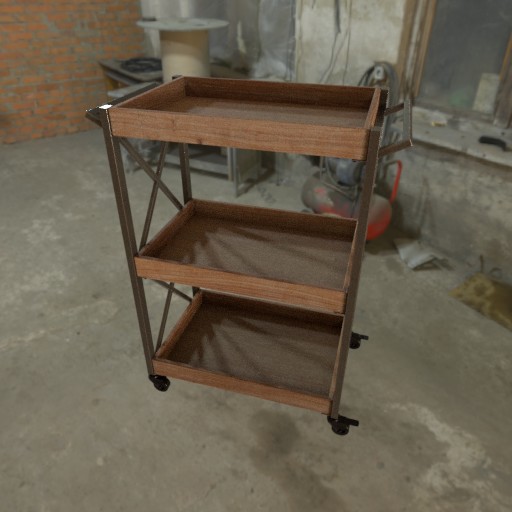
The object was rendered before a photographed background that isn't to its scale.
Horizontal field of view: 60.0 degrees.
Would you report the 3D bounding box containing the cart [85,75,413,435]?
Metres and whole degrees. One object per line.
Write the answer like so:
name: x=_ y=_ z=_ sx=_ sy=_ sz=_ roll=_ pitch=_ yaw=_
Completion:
cart: x=0.000 y=0.000 z=1.205 sx=0.673 sy=0.835 sz=0.377 roll=9 pitch=33 yaw=14
